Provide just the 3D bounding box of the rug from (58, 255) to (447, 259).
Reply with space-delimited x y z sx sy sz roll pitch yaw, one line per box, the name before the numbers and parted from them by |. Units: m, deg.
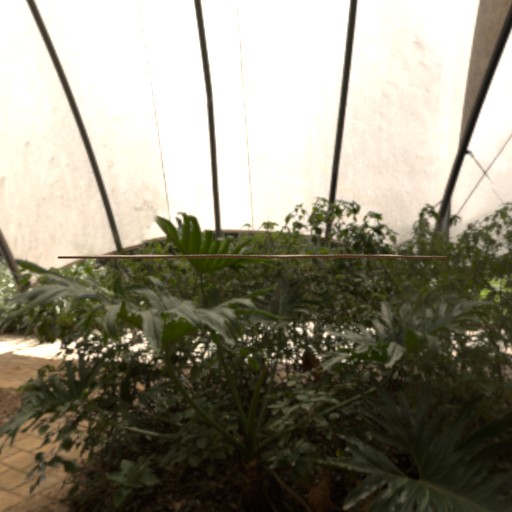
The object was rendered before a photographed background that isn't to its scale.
rug | 0.000 0.000 2.301 1.220 0.013 1.829 0 0 1
